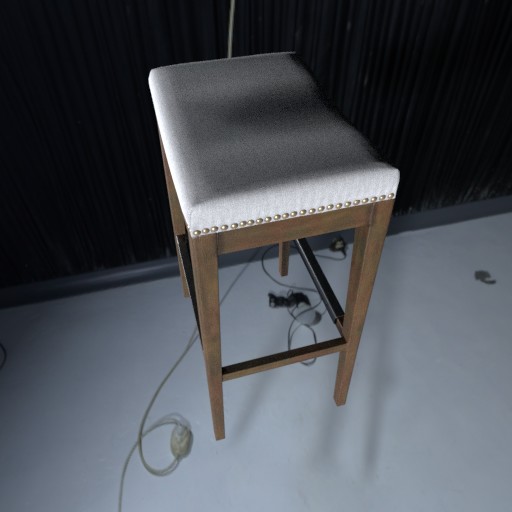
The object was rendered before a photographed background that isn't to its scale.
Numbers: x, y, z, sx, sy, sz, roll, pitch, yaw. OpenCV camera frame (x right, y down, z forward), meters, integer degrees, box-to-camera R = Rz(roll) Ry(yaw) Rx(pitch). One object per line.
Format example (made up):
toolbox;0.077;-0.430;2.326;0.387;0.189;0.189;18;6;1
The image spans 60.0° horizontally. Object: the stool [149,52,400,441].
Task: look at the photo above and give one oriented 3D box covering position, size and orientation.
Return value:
stool;0.000;0.000;1.058;0.356;0.762;0.508;-12;47;-11
